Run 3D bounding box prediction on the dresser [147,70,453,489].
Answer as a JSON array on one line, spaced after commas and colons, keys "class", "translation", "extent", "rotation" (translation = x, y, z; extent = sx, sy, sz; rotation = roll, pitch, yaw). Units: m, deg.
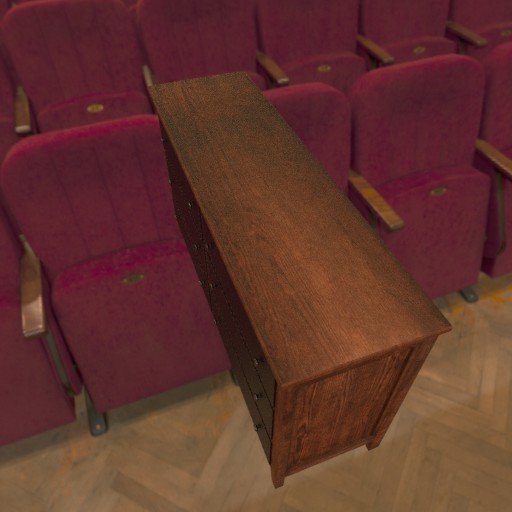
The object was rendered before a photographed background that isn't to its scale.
[{"class": "dresser", "translation": [0.000, 0.000, 1.850], "extent": [0.463, 0.856, 1.551], "rotation": [-15, 48, -14]}]
